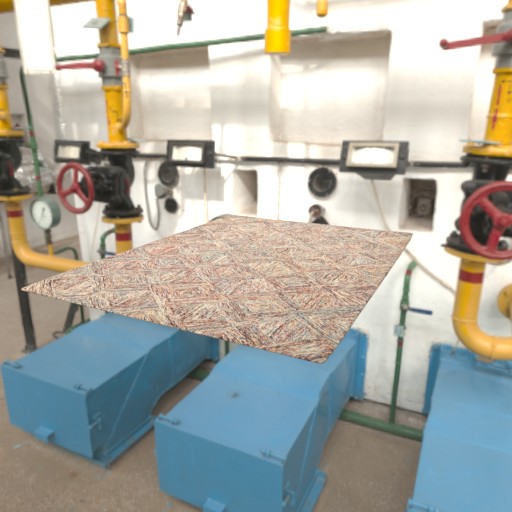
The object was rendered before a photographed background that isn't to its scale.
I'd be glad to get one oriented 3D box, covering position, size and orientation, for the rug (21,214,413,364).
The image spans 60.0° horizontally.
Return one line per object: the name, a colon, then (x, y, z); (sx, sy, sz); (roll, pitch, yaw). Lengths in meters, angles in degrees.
rug: (0.000, 0.000, 4.218); (2.436, 0.024, 3.226); (8, 19, 26)
